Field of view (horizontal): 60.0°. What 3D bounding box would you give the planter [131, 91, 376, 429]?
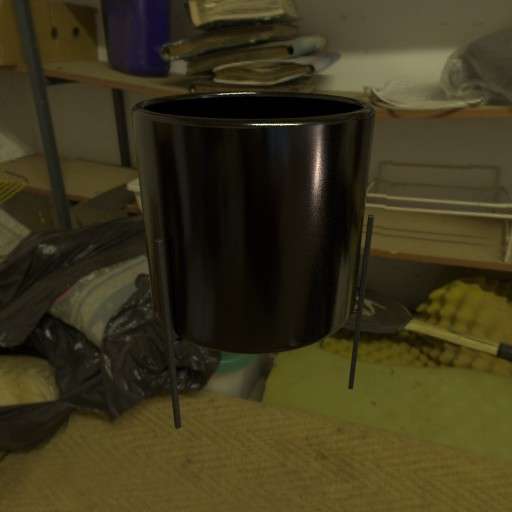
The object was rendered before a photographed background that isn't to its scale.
[{"bbox_3d":[0.000,0.000,0.653,0.310,0.432,0.310,-1,26,-2],"label":"planter"}]
